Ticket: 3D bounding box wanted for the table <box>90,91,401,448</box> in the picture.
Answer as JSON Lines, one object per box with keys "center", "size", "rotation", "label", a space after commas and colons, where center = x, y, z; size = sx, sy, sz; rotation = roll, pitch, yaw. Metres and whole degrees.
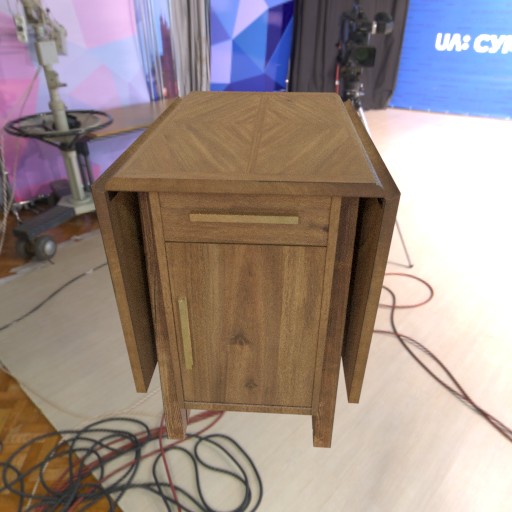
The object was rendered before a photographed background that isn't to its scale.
{"center": [0.000, 0.000, 1.651], "size": [0.701, 0.981, 0.967], "rotation": [2, 31, 3], "label": "table"}
